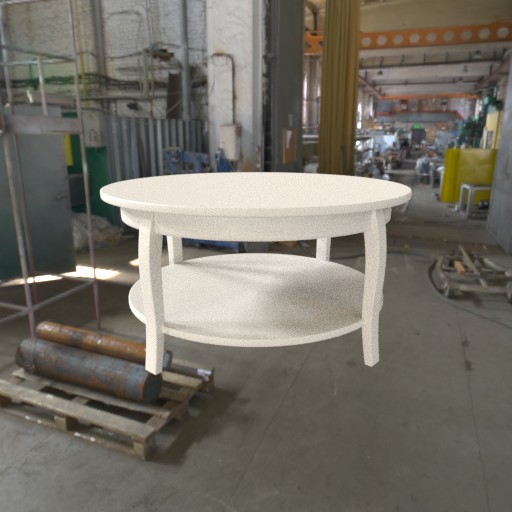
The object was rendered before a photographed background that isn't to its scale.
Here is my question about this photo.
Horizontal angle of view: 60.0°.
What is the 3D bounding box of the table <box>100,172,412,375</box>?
[{"bbox_3d":[0.000,0.000,1.426,0.910,0.457,0.910,0,15,0],"label":"table"}]
